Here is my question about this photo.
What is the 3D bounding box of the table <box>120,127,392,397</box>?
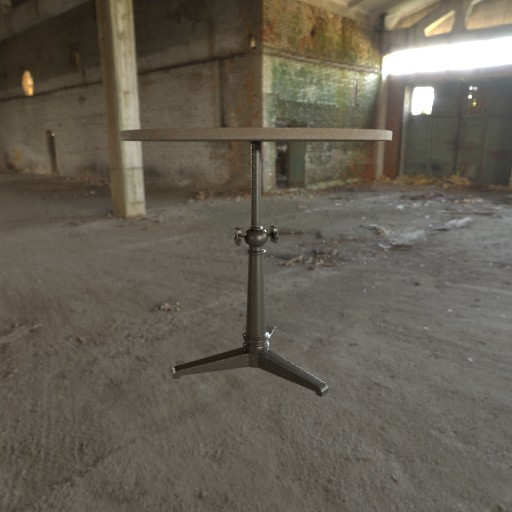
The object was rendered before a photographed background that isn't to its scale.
[{"bbox_3d":[0.000,0.000,1.452,0.800,0.780,0.800,0,14,0],"label":"table"}]
